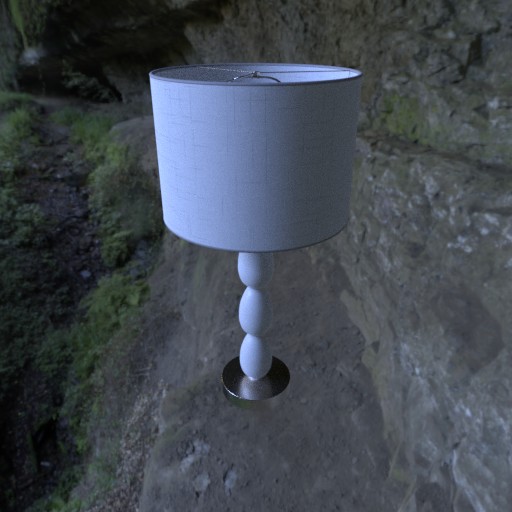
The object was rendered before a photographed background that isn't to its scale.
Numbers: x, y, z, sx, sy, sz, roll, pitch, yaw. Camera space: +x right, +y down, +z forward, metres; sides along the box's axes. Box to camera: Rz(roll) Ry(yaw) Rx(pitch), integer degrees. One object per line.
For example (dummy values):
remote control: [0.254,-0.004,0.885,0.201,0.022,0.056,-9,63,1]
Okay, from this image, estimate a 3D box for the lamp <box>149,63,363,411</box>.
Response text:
lamp: [0.000,0.000,0.723,0.282,0.559,0.280,8,29,15]
